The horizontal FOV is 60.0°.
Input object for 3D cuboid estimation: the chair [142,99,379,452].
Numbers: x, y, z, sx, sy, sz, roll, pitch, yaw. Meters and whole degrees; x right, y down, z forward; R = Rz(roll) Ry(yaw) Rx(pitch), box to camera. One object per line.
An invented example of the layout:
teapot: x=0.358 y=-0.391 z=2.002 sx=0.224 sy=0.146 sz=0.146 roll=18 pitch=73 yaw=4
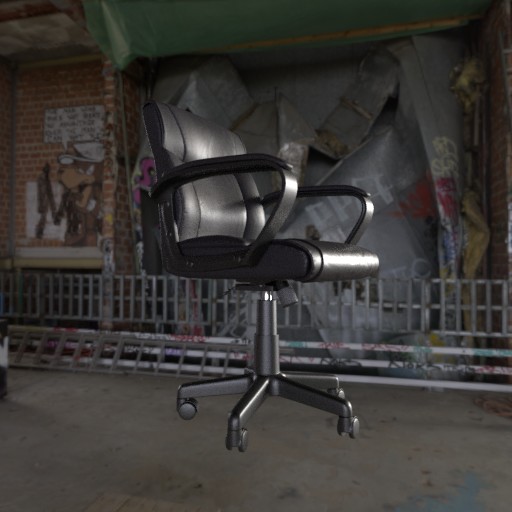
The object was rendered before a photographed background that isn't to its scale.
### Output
chair: x=0.000 y=0.000 z=1.379 sx=0.641 sy=0.998 sz=0.576 roll=-1 pitch=-1 yaw=34
